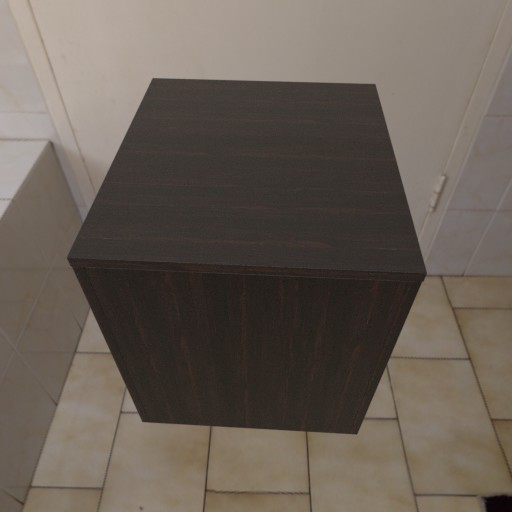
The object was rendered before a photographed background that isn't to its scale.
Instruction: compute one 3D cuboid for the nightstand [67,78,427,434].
[{"bbox_3d":[0.000,0.000,0.815,0.400,0.460,0.461,2,47,2],"label":"nightstand"}]
